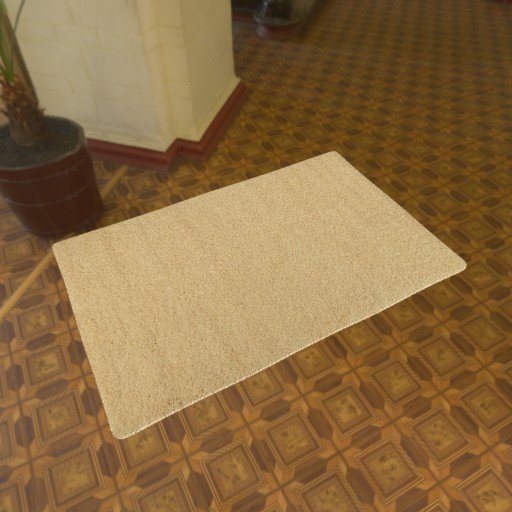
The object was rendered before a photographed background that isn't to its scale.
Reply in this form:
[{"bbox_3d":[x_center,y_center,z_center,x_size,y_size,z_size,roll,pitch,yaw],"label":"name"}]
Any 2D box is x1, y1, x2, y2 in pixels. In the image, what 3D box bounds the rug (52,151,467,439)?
[{"bbox_3d":[0.000,0.000,2.949,2.349,0.026,1.500,-22,51,-19],"label":"rug"}]
